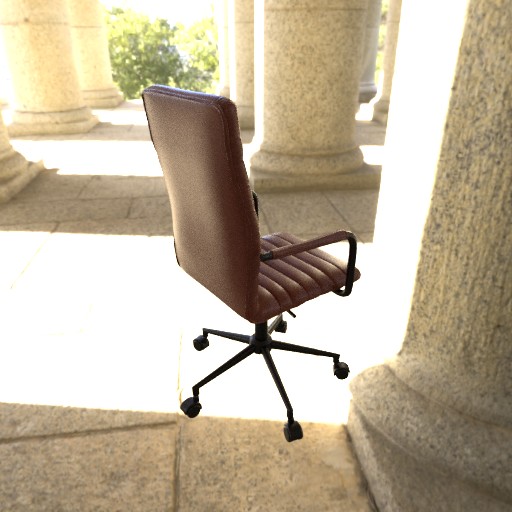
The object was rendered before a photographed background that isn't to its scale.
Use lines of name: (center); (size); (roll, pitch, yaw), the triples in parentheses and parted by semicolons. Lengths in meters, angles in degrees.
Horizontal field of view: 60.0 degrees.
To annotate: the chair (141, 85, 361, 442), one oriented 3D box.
chair: (0.000, 0.000, 1.354); (0.580, 0.979, 0.608); (-18, 31, -32)
